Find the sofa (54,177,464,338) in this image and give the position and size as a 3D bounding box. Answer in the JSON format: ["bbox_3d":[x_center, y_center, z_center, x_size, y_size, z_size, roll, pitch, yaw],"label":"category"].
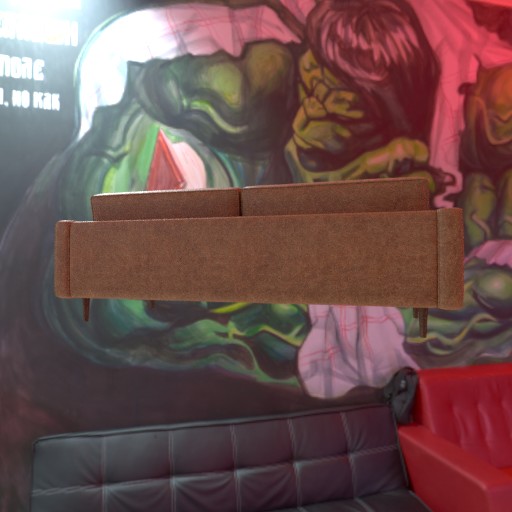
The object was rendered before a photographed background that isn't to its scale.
[{"bbox_3d":[0.000,0.000,2.683,2.200,0.770,0.919,0,-1,17],"label":"sofa"}]
